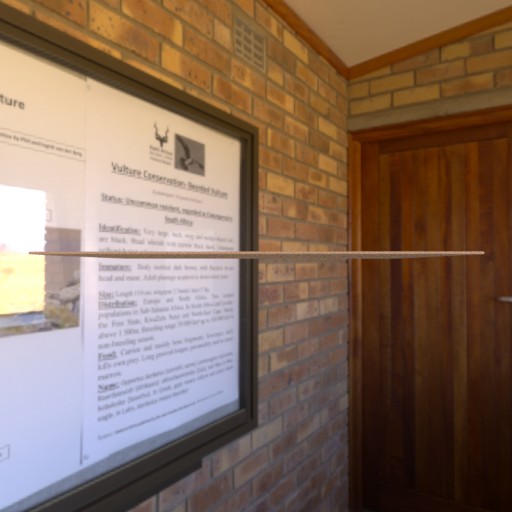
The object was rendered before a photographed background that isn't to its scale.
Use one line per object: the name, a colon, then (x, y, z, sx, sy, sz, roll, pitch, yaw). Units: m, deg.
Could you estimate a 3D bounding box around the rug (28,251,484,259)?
rug: (0.000, 0.000, 2.967, 2.290, 0.014, 1.526, 0, -1, 1)
